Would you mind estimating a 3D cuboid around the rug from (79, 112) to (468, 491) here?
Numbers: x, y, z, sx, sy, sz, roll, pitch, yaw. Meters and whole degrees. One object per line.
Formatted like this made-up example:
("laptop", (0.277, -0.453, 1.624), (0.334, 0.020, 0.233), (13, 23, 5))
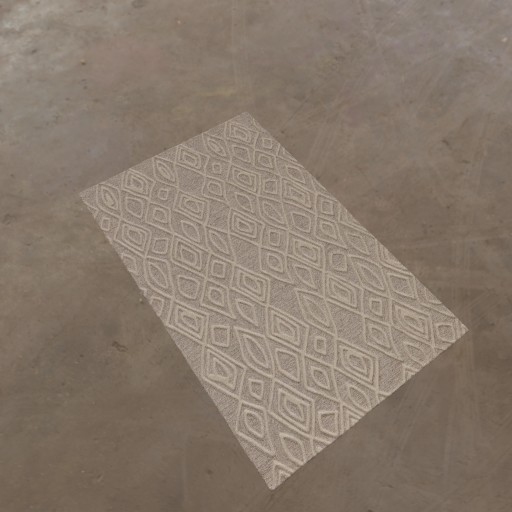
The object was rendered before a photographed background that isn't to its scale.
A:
("rug", (0.000, 0.000, 3.049), (1.546, 0.010, 2.442), (-32, 64, -17))
